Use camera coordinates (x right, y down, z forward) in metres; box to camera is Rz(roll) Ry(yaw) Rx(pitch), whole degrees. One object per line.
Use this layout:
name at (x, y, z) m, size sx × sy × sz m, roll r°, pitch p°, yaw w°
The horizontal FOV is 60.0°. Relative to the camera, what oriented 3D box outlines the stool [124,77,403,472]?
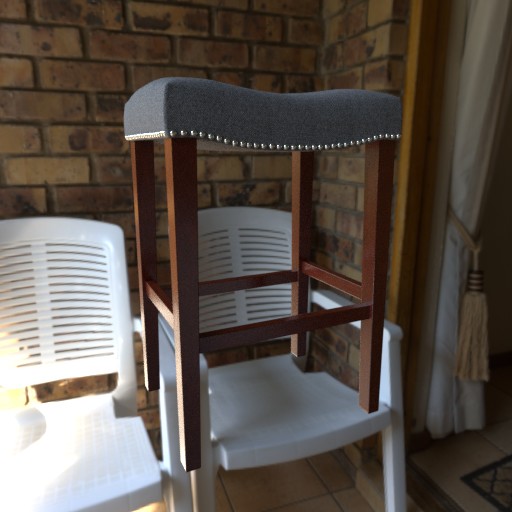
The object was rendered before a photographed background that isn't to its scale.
stool at (0.000, 0.000, 1.035) m, size 0.504 × 0.742 × 0.372 m, roll -7°, pitch 15°, yaw -25°
